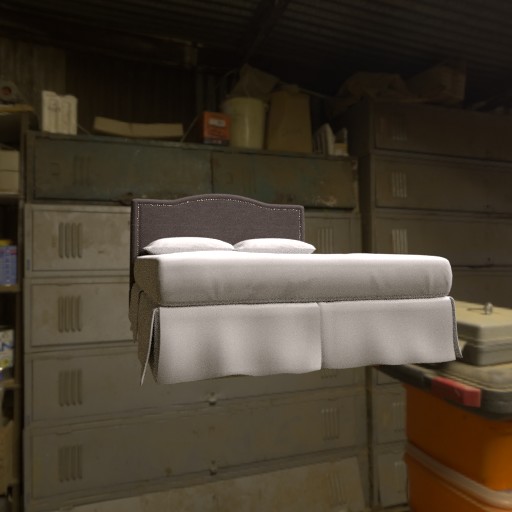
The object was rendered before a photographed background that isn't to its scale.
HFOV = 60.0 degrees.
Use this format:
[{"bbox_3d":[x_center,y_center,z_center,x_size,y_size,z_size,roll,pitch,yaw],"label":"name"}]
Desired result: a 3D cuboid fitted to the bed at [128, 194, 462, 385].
[{"bbox_3d":[0.000,0.000,3.958,2.161,1.457,2.689,0,0,-18],"label":"bed"}]
